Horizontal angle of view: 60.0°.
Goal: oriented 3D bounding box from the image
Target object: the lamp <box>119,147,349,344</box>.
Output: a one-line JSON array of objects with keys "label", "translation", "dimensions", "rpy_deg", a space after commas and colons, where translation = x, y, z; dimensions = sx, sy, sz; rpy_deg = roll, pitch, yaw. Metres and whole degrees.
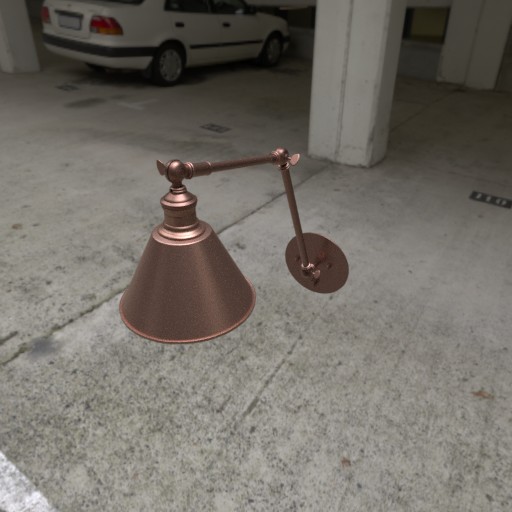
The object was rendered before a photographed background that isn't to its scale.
[{"label": "lamp", "translation": [0.000, 0.000, 0.889], "dimensions": [0.223, 0.502, 0.624], "rpy_deg": [19, 35, 29]}]
